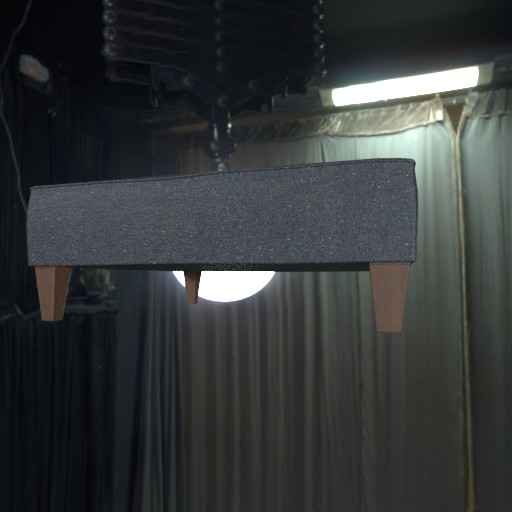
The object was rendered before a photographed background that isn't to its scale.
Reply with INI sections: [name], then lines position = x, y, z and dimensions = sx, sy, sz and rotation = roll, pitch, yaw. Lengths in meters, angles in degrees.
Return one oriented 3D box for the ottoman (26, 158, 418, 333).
[ottoman]
position = 0.000, 0.000, 1.499
dimensions = 1.004, 0.382, 0.968
rotation = -1, -3, 18
